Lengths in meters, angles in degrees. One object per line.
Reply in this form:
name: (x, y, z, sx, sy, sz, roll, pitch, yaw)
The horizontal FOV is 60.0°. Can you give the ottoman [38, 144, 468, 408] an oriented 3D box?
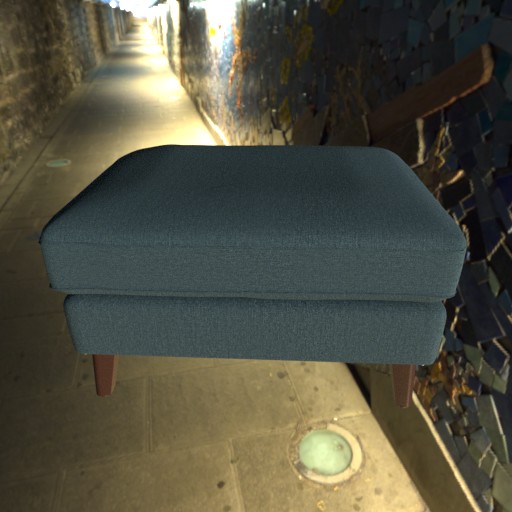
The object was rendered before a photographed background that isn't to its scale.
ottoman: (0.000, 0.000, 1.195, 0.835, 0.503, 0.629, 1, 29, 2)
